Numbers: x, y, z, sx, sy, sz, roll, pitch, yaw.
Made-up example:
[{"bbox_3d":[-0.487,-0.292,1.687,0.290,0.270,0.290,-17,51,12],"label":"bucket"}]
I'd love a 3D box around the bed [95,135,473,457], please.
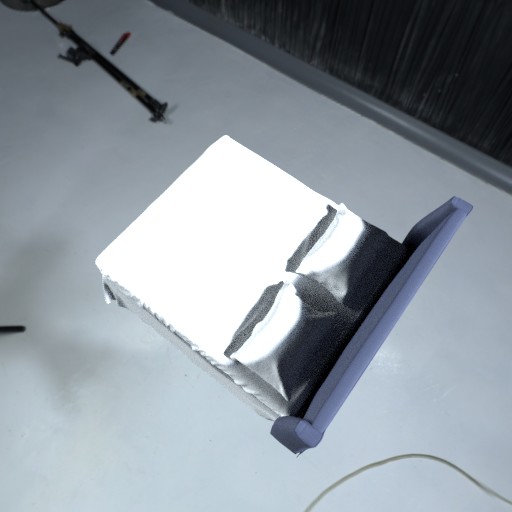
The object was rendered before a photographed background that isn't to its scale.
[{"bbox_3d":[0.000,0.000,3.529,2.276,1.332,1.925,35,69,16],"label":"bed"}]
